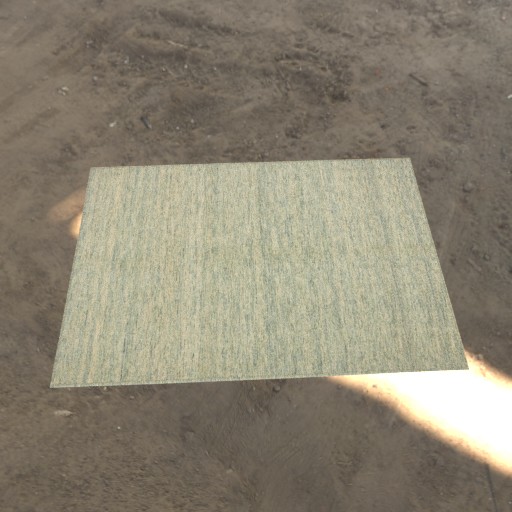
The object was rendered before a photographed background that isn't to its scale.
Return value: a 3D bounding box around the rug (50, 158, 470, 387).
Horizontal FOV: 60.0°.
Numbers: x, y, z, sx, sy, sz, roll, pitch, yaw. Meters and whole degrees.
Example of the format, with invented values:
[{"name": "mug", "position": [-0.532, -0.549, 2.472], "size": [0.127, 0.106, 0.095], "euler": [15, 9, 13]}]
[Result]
[{"name": "rug", "position": [0.000, 0.000, 2.262], "size": [1.850, 0.015, 1.250], "euler": [-2, 60, -1]}]
